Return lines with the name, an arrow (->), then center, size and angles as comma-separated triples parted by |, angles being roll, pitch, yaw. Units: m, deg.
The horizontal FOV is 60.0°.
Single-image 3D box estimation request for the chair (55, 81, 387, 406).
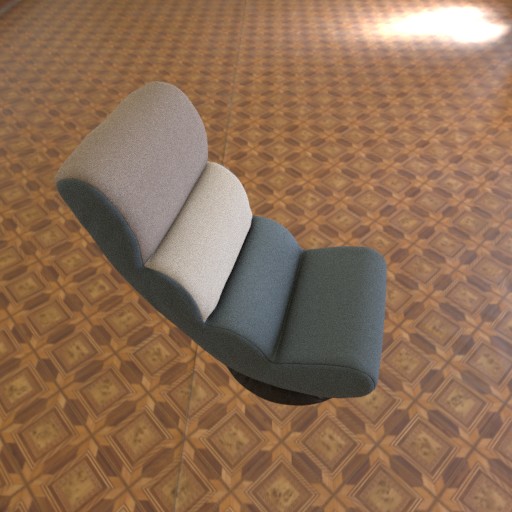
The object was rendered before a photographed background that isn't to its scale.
chair -> 0.000, 0.000, 1.057 | 0.661, 0.641, 0.420 | 11, 47, 10
